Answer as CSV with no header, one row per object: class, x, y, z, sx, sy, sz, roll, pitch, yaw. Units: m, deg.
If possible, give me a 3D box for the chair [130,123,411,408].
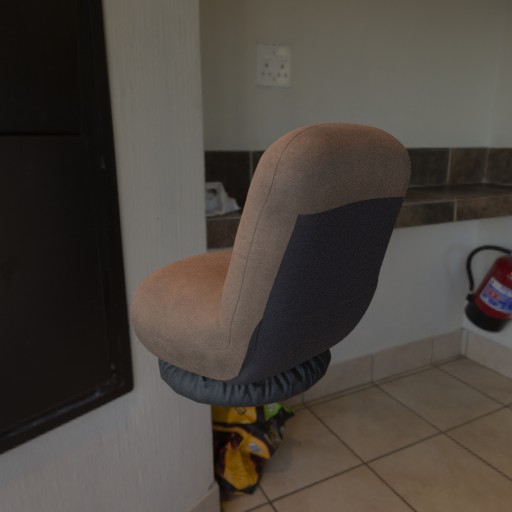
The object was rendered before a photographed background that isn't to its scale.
chair,0.000,0.000,1.055,0.597,0.594,0.521,14,20,43
